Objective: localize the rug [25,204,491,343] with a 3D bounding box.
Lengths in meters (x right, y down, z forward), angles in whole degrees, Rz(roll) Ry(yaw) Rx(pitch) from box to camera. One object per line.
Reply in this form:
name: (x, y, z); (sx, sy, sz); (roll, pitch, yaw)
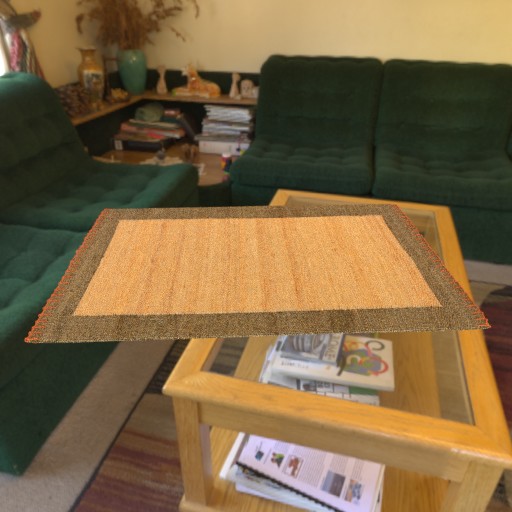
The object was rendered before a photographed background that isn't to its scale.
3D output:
rug: (0.000, 0.000, 2.238); (1.838, 0.019, 1.220); (-1, 31, -2)
